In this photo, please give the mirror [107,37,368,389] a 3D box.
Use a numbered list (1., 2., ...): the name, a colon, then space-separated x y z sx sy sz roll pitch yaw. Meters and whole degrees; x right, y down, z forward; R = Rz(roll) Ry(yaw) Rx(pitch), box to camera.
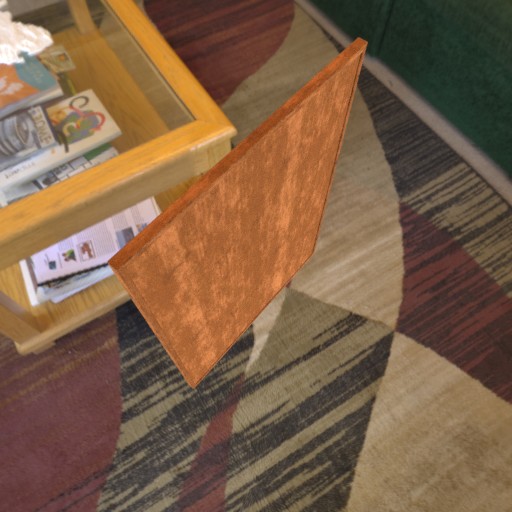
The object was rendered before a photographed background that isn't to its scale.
1. mirror: 0.000 0.000 1.413 0.028 1.099 0.796 37 69 17
